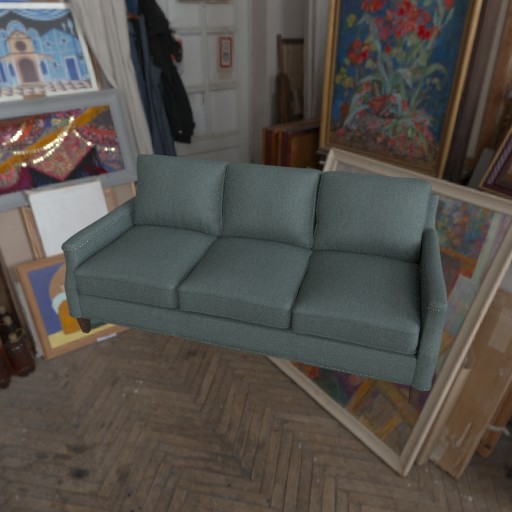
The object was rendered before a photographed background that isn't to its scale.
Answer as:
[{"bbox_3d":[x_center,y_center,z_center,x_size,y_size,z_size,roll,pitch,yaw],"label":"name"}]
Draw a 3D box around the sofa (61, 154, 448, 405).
[{"bbox_3d":[0.000,0.000,2.878,2.246,1.003,1.084,8,30,15],"label":"sofa"}]
